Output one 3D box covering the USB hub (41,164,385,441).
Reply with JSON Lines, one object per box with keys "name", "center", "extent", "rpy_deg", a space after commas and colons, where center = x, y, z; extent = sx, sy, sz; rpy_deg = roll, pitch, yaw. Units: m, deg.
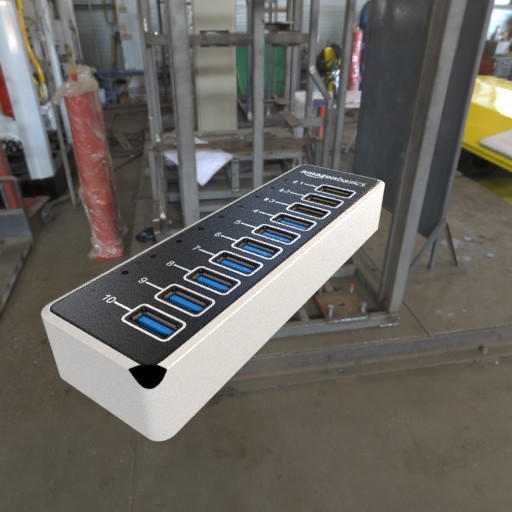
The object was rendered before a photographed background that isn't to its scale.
{"name": "USB hub", "center": [0.000, 0.000, 0.164], "extent": [0.044, 0.023, 0.145], "rpy_deg": [19, 36, 29]}
